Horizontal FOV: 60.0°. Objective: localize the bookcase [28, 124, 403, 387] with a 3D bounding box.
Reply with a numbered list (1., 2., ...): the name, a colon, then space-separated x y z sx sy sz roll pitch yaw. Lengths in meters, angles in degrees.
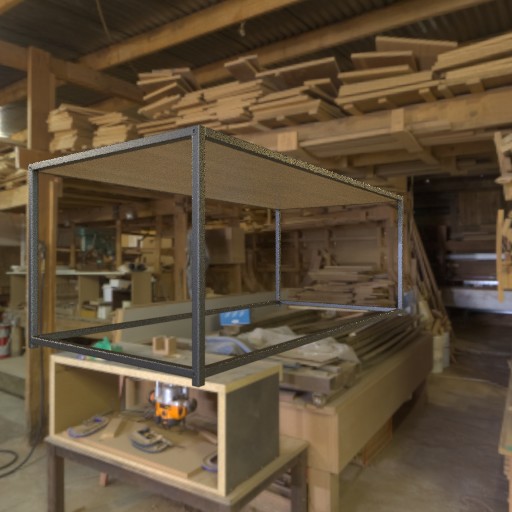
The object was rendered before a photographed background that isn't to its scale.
1. bookcase: 0.000 0.000 1.222 0.500 0.400 1.000 0 0 36
